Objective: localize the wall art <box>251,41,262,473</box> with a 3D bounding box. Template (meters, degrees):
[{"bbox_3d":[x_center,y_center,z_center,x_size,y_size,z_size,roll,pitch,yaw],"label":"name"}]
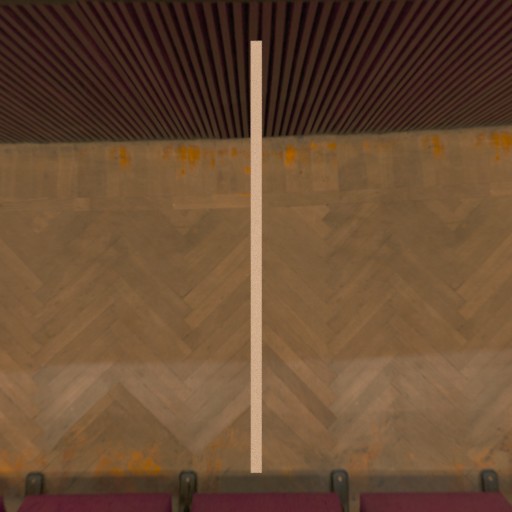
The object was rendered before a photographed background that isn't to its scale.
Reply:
[{"bbox_3d":[0.000,0.000,0.772,0.012,0.557,0.482,0,90,0],"label":"wall art"}]
